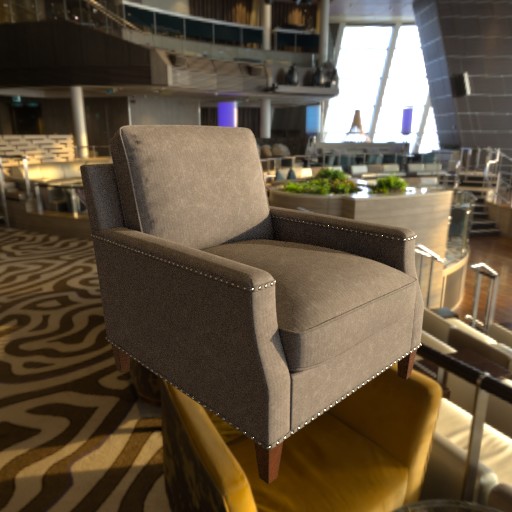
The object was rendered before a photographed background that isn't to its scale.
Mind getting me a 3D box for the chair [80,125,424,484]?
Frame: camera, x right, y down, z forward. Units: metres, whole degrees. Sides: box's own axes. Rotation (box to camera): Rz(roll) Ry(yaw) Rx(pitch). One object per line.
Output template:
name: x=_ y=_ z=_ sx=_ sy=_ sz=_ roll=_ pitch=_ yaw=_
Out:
chair: x=0.000 y=0.000 z=1.656 sx=0.853 sy=0.948 sz=1.014 roll=-14 pitch=21 yaw=-42
